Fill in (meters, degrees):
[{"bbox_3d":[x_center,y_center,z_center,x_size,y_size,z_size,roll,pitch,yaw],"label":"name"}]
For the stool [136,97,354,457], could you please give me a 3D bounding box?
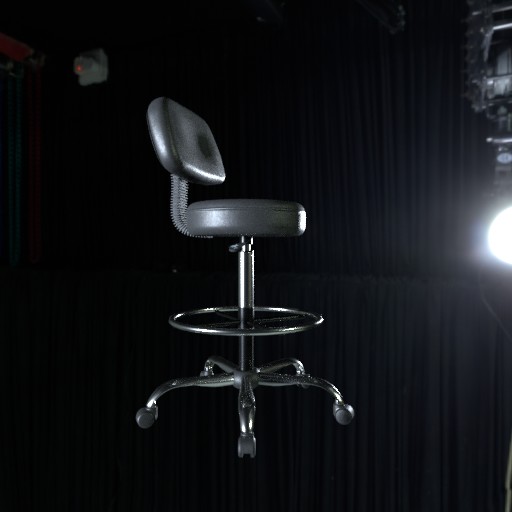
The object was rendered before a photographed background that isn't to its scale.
[{"bbox_3d":[0.000,0.000,1.511,0.658,1.069,0.694,0,1,19],"label":"stool"}]
